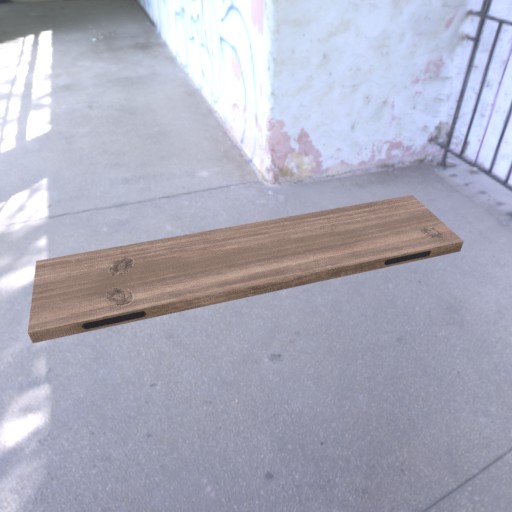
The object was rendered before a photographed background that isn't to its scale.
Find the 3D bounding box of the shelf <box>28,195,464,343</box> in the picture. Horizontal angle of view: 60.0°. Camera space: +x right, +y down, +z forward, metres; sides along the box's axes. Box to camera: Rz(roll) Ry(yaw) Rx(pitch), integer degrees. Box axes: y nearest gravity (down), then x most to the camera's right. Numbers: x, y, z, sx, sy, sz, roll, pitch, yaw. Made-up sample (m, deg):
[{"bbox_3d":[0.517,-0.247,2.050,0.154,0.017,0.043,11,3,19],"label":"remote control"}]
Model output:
[{"bbox_3d":[0.000,0.000,0.653,0.610,0.020,0.140,-11,40,-13],"label":"shelf"}]
